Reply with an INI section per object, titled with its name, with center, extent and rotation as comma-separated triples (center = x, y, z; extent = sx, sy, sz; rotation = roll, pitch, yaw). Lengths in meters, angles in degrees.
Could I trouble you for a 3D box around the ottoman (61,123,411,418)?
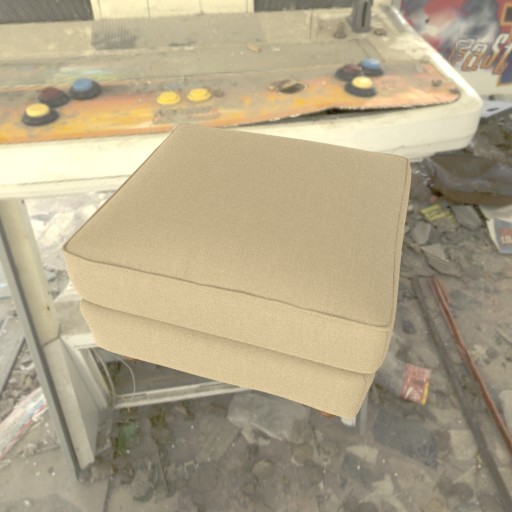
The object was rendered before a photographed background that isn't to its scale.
[ottoman]
center = 0.000, 0.000, 1.193
extent = 0.716, 0.505, 0.662
rotation = 12, 44, 13
